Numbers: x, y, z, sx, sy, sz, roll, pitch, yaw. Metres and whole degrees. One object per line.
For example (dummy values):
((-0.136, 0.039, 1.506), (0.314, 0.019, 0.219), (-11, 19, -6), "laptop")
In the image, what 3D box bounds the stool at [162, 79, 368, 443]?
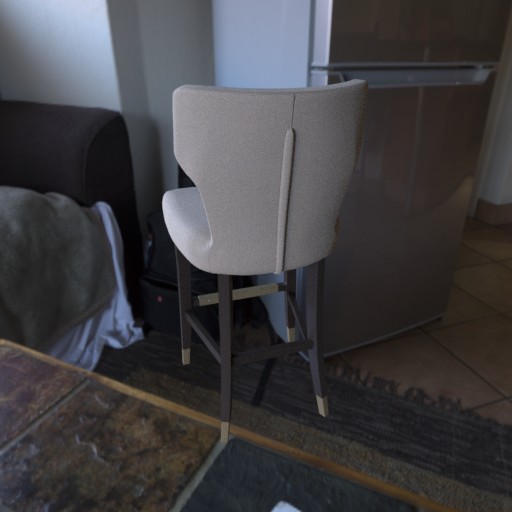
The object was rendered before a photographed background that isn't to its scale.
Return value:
((0.000, 0.000, 1.452), (0.526, 1.092, 0.563), (-8, 27, -16), "stool")
